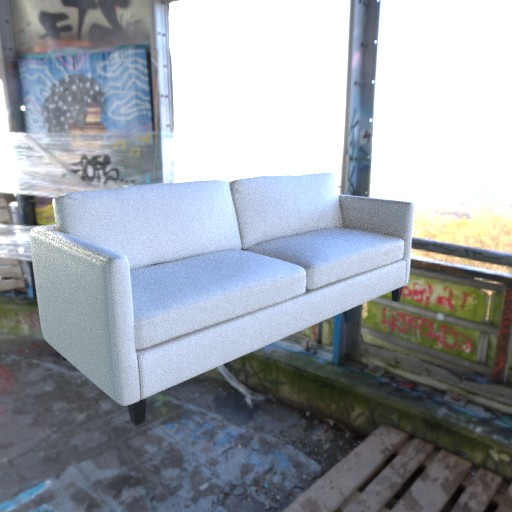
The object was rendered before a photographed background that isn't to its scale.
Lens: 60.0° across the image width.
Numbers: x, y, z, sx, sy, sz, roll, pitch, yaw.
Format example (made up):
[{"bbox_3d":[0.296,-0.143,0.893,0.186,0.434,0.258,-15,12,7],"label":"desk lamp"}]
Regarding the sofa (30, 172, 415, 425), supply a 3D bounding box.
[{"bbox_3d":[0.000,0.000,2.861,2.434,0.965,0.948,-13,20,-42],"label":"sofa"}]
